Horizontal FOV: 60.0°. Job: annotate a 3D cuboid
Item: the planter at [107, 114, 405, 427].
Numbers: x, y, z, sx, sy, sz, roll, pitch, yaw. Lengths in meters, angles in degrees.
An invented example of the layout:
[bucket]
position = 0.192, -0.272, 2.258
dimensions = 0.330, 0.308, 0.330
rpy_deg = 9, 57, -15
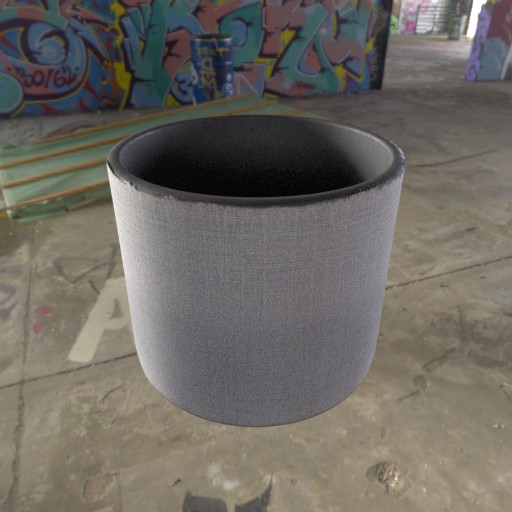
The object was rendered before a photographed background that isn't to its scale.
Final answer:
[planter]
position = 0.000, 0.000, 0.438
dimensions = 0.254, 0.221, 0.254
rpy_deg = 0, 30, 0
